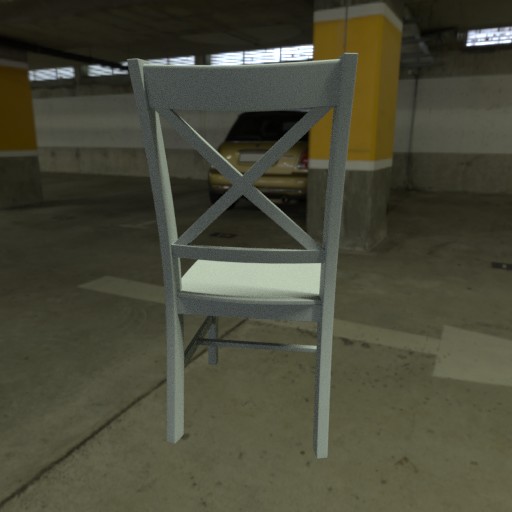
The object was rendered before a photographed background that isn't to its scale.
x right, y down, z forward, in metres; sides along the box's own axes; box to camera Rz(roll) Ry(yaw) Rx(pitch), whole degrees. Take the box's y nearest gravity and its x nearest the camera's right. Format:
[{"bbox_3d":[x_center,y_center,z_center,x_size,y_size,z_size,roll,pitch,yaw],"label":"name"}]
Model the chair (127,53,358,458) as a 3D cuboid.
[{"bbox_3d":[0.000,0.000,1.277,0.485,0.983,0.542,2,15,8],"label":"chair"}]
